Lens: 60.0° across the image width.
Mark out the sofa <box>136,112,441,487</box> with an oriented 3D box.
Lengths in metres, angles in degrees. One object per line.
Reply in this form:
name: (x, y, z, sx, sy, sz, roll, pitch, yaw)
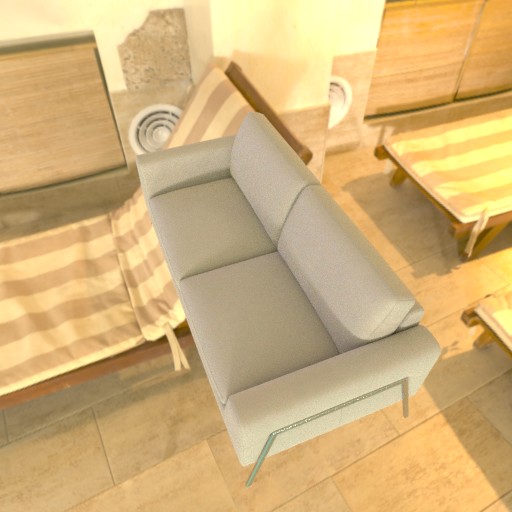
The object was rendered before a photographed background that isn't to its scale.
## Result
sofa: (0.000, 0.000, 2.560, 0.953, 0.875, 2.017, -16, 48, -15)
